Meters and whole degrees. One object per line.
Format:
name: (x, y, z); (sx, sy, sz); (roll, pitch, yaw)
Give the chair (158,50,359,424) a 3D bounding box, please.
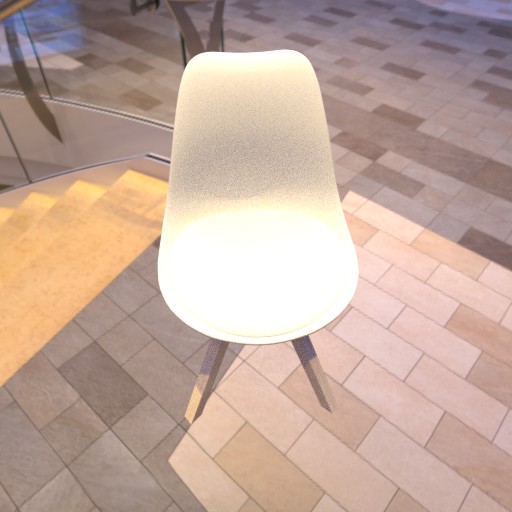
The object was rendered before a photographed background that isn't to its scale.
chair: (0.000, 0.000, 1.170); (0.485, 0.850, 0.550); (-3, 46, -3)
